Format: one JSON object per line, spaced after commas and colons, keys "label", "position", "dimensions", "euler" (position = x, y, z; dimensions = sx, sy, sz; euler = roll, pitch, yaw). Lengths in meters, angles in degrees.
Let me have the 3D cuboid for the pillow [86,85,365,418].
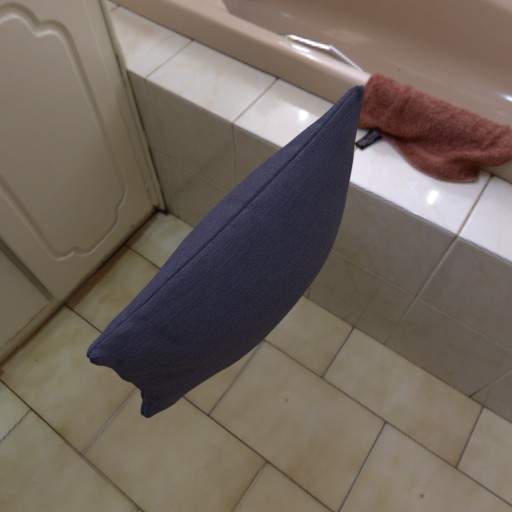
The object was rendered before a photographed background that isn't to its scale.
{"label": "pillow", "position": [0.000, 0.000, 0.791], "dimensions": [0.210, 0.338, 0.633], "euler": [34, 64, 19]}
